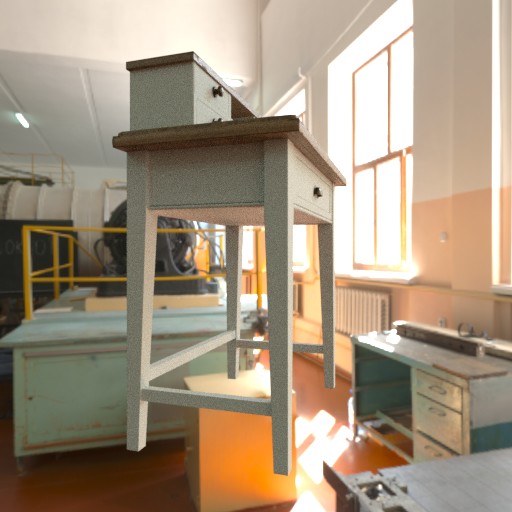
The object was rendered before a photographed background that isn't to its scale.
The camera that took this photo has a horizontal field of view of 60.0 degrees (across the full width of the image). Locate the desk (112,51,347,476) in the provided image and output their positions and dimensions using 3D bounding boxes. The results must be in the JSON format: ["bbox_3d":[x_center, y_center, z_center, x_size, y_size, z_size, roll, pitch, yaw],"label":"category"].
[{"bbox_3d":[0.000,0.000,1.388,0.462,0.981,0.814,0,0,19],"label":"desk"}]
